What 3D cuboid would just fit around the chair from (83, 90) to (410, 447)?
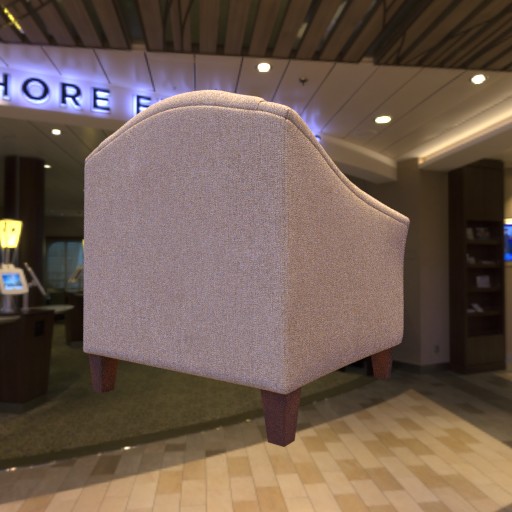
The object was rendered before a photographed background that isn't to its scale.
[{"bbox_3d":[0.000,0.000,1.445,0.763,0.839,0.787,-1,-1,37],"label":"chair"}]
